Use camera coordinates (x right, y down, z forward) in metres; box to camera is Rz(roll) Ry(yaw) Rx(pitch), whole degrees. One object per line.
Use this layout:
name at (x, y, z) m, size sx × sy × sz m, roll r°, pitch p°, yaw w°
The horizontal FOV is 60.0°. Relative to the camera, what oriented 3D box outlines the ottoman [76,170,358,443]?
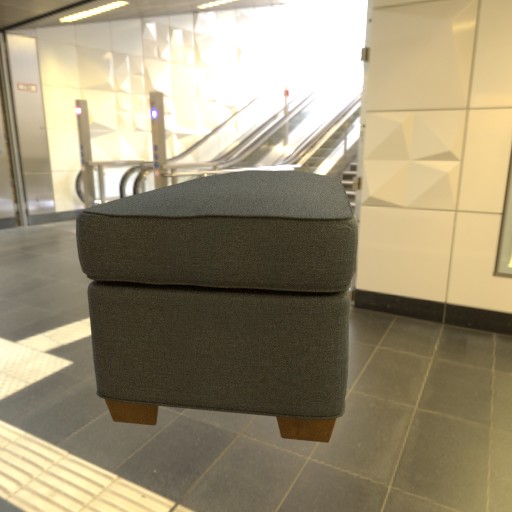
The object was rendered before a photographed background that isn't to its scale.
ottoman at (0.000, 0.000, 1.320) m, size 0.515 × 0.460 × 1.110 m, roll 2°, pitch 14°, yaw 9°
